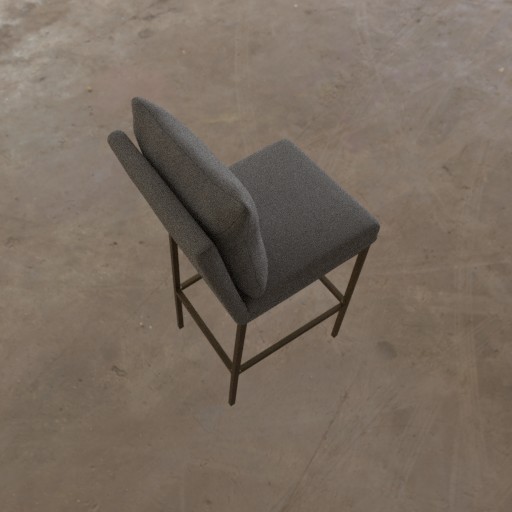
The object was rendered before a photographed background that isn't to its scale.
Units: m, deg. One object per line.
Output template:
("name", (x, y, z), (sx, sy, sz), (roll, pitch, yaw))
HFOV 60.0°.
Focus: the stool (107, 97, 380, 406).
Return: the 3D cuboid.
("stool", (0.000, 0.000, 1.436), (0.569, 1.132, 0.463), (-30, 61, -19))
